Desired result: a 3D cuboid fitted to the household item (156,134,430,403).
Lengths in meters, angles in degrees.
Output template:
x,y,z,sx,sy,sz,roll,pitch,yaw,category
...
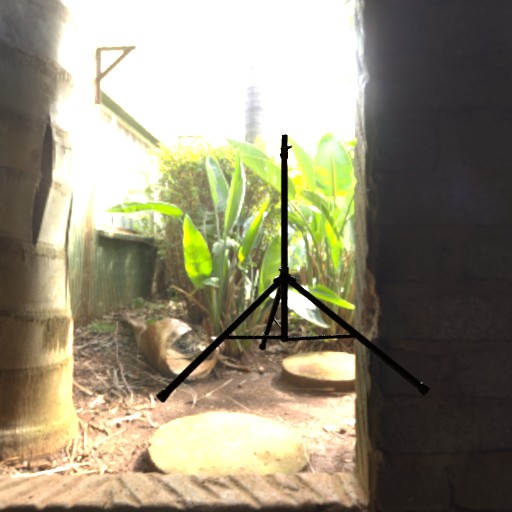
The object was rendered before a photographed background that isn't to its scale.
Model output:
x,y,z,sx,sy,sz,roll,pitch,yaw,category
0.000,0.000,2.793,1.339,1.595,1.596,0,0,-35,household item
